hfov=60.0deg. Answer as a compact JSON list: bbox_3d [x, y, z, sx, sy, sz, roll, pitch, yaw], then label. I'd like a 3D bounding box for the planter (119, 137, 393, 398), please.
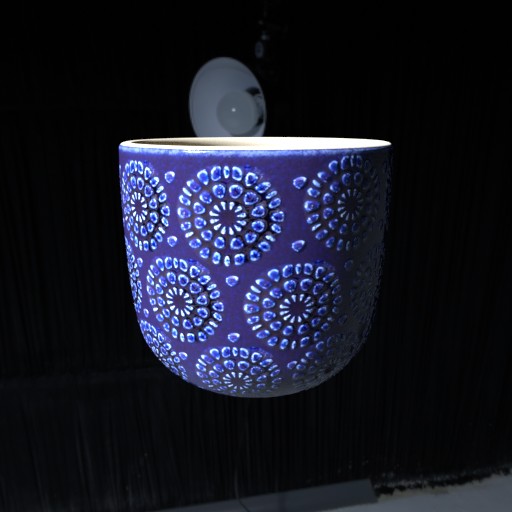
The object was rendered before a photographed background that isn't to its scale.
[{"bbox_3d":[0.000,0.000,0.296,0.165,0.149,0.165,0,17,0],"label":"planter"}]
